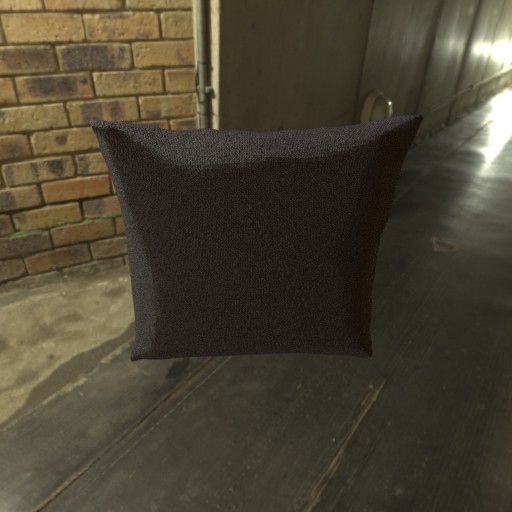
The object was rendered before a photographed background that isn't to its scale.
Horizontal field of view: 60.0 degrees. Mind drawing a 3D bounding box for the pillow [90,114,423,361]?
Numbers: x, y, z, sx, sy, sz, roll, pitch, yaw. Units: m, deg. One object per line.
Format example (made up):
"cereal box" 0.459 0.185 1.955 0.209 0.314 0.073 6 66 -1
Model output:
"pillow" 0.000 0.000 0.705 0.452 0.439 0.204 -1 31 -2
